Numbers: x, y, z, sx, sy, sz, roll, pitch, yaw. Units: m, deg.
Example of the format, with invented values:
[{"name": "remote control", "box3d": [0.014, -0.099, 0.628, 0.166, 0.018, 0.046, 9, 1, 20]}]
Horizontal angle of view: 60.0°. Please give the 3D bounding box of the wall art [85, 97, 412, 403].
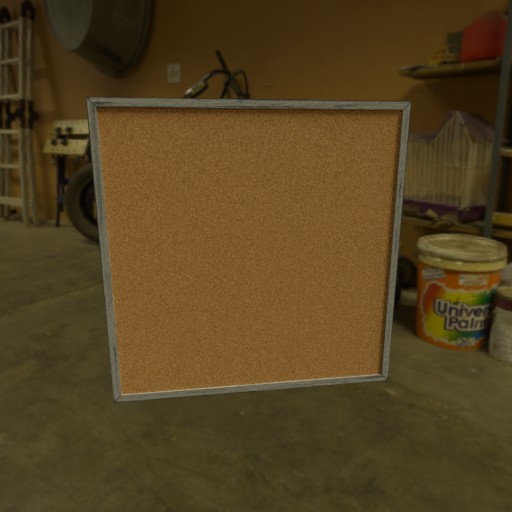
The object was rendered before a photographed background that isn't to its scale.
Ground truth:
[{"name": "wall art", "box3d": [0.000, 0.000, 1.140, 0.761, 0.761, 0.037, -2, 15, -8]}]
